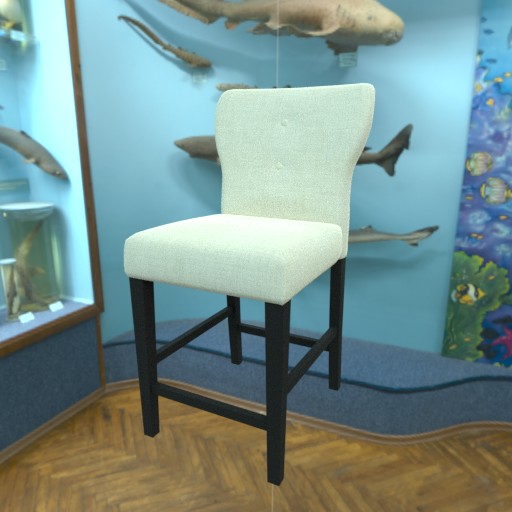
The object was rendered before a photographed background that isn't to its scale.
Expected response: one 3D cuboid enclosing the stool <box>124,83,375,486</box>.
[{"bbox_3d":[0.000,0.000,1.276,0.514,0.972,0.603,8,16,27],"label":"stool"}]
